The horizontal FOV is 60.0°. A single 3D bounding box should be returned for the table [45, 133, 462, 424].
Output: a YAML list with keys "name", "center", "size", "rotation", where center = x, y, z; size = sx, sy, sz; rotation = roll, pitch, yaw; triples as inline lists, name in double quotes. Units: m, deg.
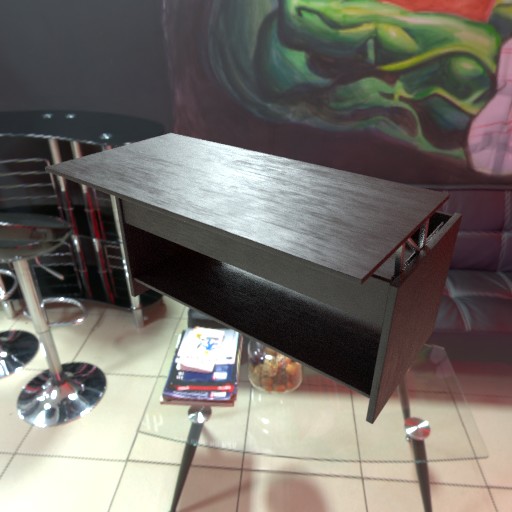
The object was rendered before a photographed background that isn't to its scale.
- name: "table"
  center: [0.000, 0.000, 1.407]
  size: [1.000, 0.570, 0.712]
  rotation: [21, 35, 32]
